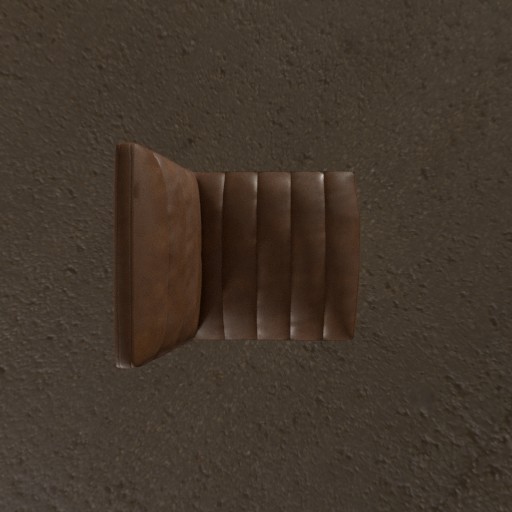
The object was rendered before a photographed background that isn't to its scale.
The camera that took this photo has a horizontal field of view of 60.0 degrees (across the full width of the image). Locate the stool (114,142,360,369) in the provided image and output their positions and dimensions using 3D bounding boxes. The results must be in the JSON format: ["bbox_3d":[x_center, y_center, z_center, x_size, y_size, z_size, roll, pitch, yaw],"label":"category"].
[{"bbox_3d":[0.000,0.000,1.372,0.562,1.065,0.463,0,90,0],"label":"stool"}]
